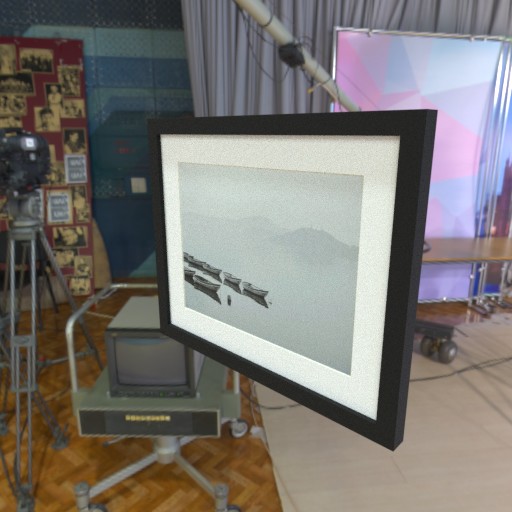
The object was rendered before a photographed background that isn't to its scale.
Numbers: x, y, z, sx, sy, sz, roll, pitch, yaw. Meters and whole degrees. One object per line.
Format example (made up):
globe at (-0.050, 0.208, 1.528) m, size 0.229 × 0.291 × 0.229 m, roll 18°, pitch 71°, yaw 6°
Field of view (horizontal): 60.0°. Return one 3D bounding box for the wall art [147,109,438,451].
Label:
wall art at (0.000, 0.000, 0.750) m, size 0.554 × 0.454 × 0.030 m, roll 14°, pitch 21°, yaw 41°
